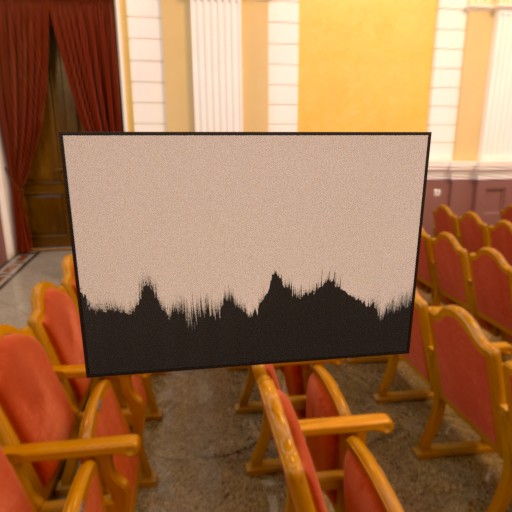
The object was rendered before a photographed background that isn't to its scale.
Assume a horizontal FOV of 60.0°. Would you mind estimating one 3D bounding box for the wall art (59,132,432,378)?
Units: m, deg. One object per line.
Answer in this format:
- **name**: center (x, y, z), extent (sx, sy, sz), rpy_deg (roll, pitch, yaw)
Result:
- **wall art**: center (0.000, 0.000, 1.224), extent (0.957, 0.660, 0.019), rpy_deg (-2, 16, -8)
